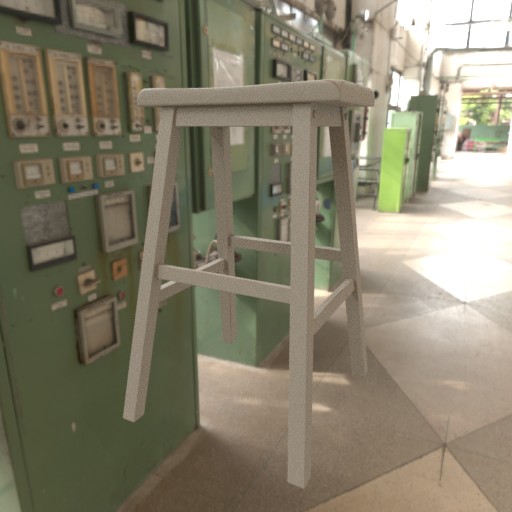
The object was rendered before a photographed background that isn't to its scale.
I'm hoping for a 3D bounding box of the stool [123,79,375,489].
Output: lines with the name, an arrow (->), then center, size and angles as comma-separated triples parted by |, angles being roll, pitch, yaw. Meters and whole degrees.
stool -> 0.000, 0.000, 1.040 | 0.457, 0.737, 0.476 | 8, 18, 27
